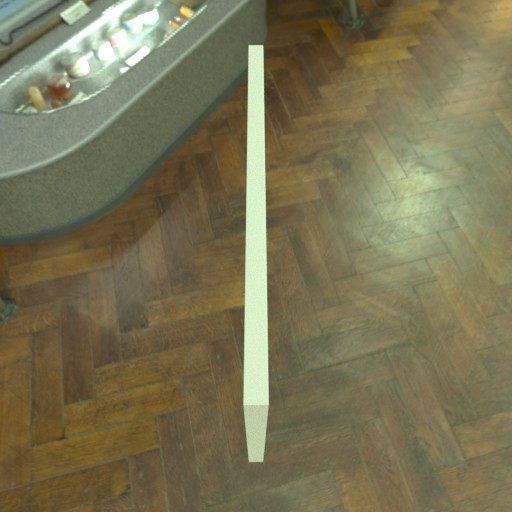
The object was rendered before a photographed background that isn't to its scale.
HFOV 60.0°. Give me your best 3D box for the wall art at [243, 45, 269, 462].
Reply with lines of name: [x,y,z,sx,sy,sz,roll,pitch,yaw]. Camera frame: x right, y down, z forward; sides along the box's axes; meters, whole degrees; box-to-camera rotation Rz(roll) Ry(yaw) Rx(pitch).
wall art: [0.000,0.000,1.168,0.038,0.609,0.914,0,58,0]
